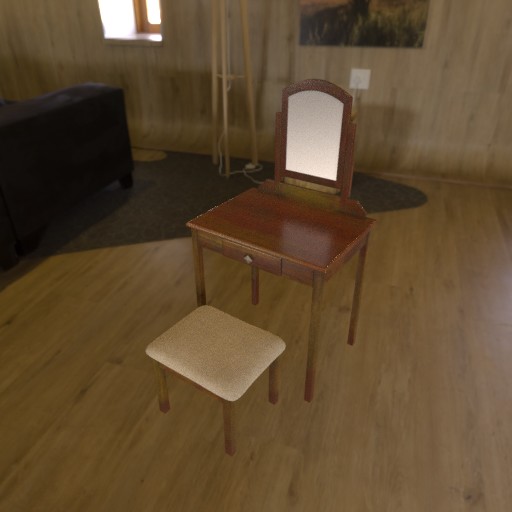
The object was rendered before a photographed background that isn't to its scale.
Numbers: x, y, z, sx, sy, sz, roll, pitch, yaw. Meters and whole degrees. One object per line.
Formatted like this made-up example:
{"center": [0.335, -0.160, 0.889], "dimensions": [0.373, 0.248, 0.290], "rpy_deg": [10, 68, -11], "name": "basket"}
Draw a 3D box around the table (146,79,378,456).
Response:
{"center": [0.000, 0.000, 2.367], "dimensions": [0.876, 1.631, 1.211], "rpy_deg": [19, 36, 30], "name": "table"}
